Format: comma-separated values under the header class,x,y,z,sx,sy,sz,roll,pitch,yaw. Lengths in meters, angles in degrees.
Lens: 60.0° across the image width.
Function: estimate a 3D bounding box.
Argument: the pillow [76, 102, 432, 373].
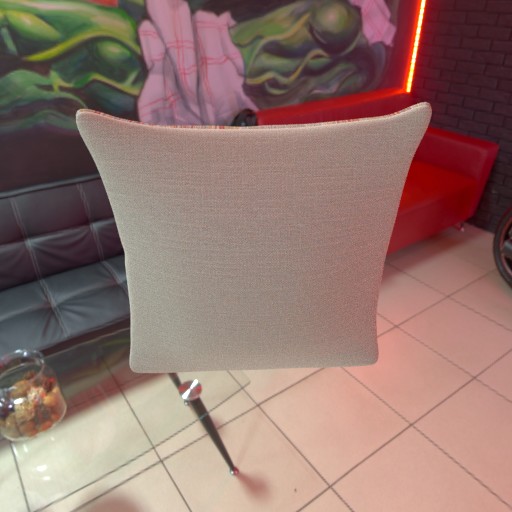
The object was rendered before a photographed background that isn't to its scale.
class,x,y,z,sx,sy,sz,roll,pitch,yaw
pillow,0.000,0.000,0.675,0.451,0.449,0.191,-1,31,-2
